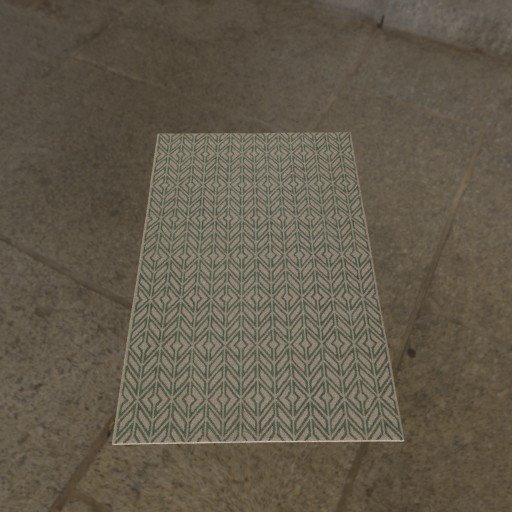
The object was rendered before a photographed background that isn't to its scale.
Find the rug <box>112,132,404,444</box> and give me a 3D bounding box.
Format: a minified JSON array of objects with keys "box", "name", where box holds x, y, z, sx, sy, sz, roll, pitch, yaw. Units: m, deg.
[{"box":[0.000,0.000,2.326,1.220,0.007,1.828,-1,58,0],"name":"rug"}]
